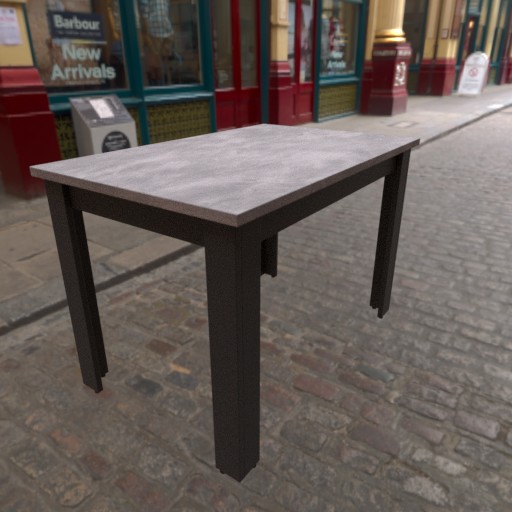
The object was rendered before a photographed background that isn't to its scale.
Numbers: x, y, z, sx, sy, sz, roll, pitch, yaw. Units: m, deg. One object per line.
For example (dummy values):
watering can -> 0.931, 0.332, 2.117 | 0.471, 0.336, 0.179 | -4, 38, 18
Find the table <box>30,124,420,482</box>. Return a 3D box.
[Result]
table -> 0.000, 0.000, 1.551 | 0.700, 0.734, 1.100 | 16, 28, 32
